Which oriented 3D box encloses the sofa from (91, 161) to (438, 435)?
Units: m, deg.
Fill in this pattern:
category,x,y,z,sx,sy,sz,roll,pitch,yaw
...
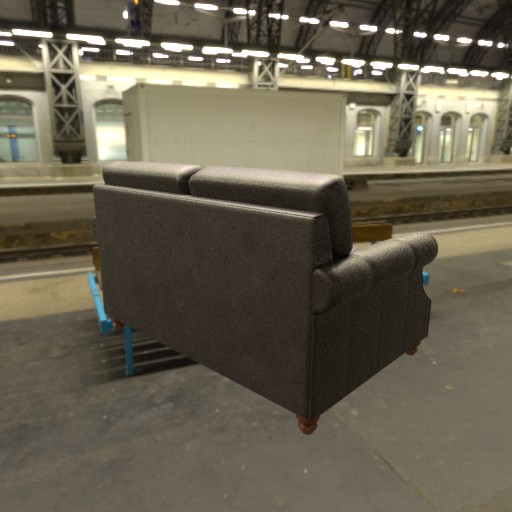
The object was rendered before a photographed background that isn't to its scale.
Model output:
category,x,y,z,sx,sy,sz,roll,pitch,yaw
sofa,0.000,0.000,2.368,1.663,0.979,1.030,14,20,42
